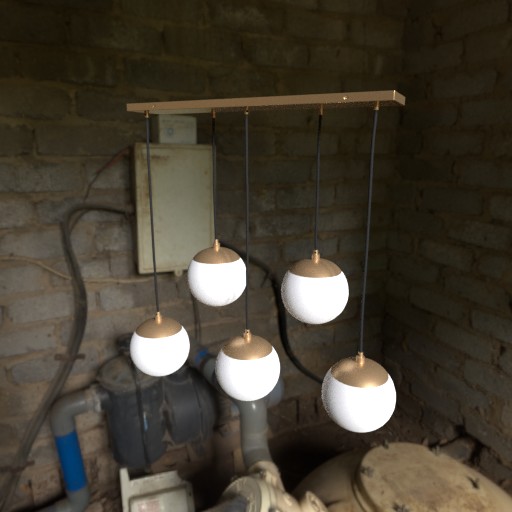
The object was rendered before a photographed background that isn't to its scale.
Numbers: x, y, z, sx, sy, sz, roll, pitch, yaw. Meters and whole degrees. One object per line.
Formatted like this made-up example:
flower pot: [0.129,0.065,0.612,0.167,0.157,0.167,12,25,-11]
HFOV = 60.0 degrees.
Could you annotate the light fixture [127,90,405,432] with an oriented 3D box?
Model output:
light fixture: [0.000,0.000,1.309,0.863,0.869,0.299,7,16,25]
